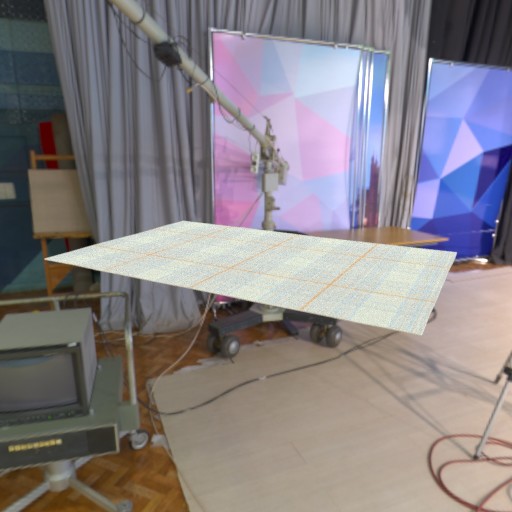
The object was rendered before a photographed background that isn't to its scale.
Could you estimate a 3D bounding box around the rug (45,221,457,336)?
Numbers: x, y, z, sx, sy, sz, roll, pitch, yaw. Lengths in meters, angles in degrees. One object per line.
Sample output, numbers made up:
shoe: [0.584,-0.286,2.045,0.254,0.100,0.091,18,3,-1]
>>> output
rug: [0.000,0.000,3.087,2.442,0.016,1.527,8,18,28]
